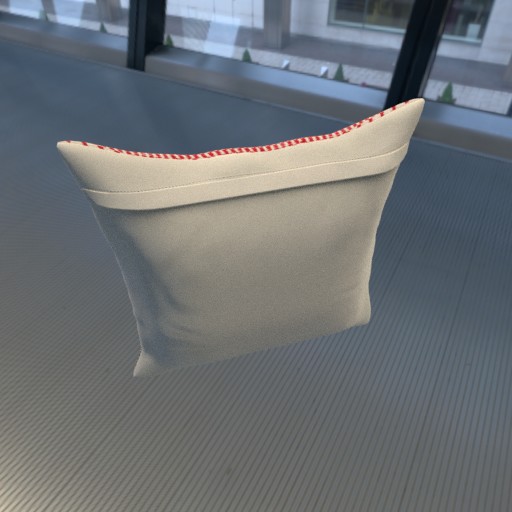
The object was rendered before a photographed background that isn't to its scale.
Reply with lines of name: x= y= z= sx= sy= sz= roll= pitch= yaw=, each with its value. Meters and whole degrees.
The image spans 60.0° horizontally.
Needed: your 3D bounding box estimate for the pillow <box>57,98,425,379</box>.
pillow: x=0.000 y=0.000 z=0.691 sx=0.463 sy=0.454 sz=0.160 roll=-11 pitch=42 yaw=-12
